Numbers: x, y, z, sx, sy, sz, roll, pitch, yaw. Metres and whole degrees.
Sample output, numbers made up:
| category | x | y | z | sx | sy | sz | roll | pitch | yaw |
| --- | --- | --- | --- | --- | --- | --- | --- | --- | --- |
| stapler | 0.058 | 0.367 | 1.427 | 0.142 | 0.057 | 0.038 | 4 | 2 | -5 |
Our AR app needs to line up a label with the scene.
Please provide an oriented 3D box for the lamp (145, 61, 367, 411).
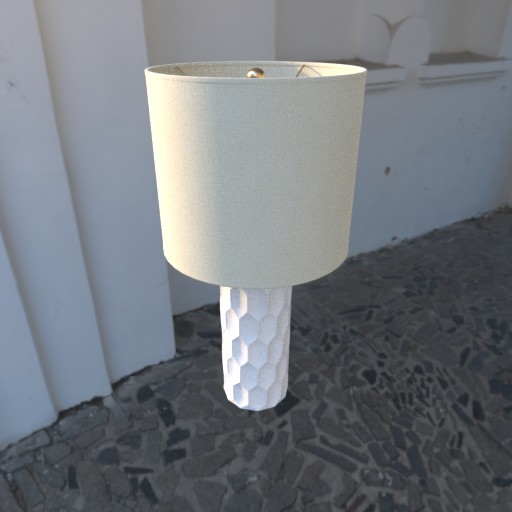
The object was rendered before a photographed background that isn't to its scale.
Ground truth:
| category | x | y | z | sx | sy | sz | roll | pitch | yaw |
| --- | --- | --- | --- | --- | --- | --- | --- | --- | --- |
| lamp | 0.000 | 0.000 | 0.685 | 0.277 | 0.537 | 0.277 | -9 | 28 | -17 |
